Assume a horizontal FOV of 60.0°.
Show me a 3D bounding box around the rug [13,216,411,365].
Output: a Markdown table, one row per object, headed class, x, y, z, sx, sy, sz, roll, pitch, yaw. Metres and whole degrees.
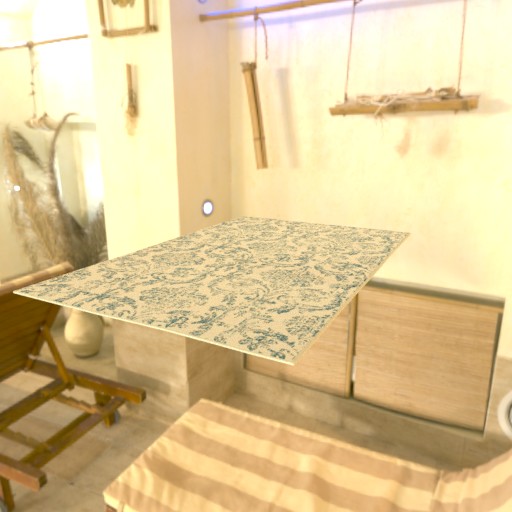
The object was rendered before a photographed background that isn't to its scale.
| class | x | y | z | sx | sy | sz | roll | pitch | yaw |
| --- | --- | --- | --- | --- | --- | --- | --- | --- | --- |
| rug | 0.000 | 0.000 | 3.387 | 1.819 | 0.018 | 2.746 | 8 | 18 | 27 |
